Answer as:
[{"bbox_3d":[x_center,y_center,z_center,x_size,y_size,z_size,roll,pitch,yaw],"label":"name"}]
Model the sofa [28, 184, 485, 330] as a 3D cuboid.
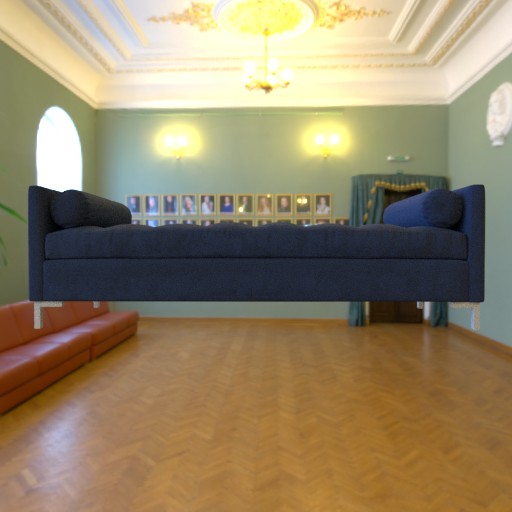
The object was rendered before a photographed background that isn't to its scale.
[{"bbox_3d":[0.000,0.000,2.383,2.102,0.657,0.797,0,1,1],"label":"sofa"}]
